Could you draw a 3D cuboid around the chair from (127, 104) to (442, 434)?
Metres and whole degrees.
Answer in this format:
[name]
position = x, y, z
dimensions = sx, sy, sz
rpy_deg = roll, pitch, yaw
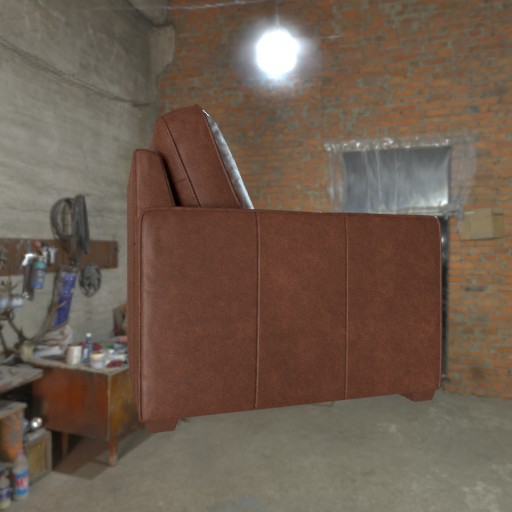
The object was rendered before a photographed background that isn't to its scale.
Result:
[chair]
position = 0.000, 0.000, 1.713
dimensions = 0.940, 0.919, 1.017
rpy_deg = 0, 0, -18
